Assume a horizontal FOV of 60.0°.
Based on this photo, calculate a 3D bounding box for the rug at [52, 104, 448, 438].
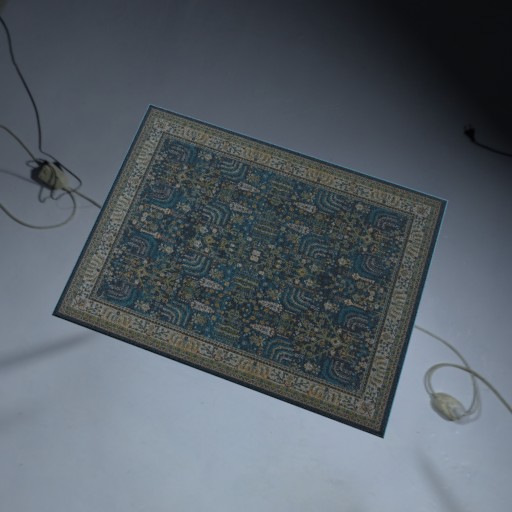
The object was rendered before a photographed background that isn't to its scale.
[{"bbox_3d":[0.000,0.000,4.043,3.044,0.015,2.226,19,77,5],"label":"rug"}]
